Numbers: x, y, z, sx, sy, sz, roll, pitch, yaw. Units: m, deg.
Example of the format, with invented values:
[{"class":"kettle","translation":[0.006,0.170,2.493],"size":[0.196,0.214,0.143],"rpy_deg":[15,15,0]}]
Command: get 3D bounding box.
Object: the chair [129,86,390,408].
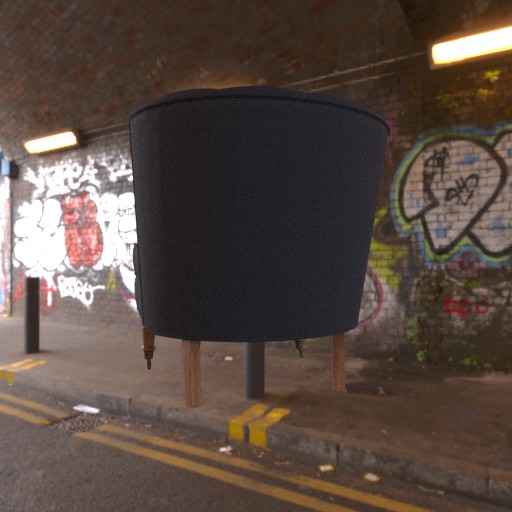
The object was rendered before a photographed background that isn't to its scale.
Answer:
[{"class":"chair","translation":[0.000,0.000,1.322],"size":[0.740,0.771,0.718],"rpy_deg":[0,-1,-19]}]
